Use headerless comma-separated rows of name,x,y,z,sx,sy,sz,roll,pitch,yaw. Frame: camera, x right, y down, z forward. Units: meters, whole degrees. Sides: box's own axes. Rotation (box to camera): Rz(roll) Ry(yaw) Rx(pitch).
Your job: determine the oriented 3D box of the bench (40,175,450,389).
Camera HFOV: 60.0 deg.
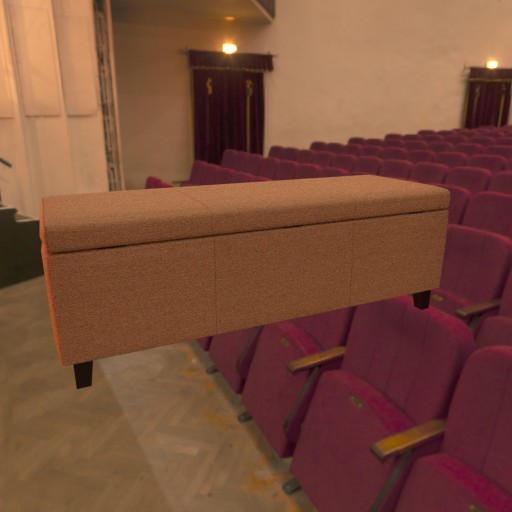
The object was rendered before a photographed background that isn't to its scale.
bench,0.000,0.000,1.471,1.269,0.438,0.446,-8,19,-24
